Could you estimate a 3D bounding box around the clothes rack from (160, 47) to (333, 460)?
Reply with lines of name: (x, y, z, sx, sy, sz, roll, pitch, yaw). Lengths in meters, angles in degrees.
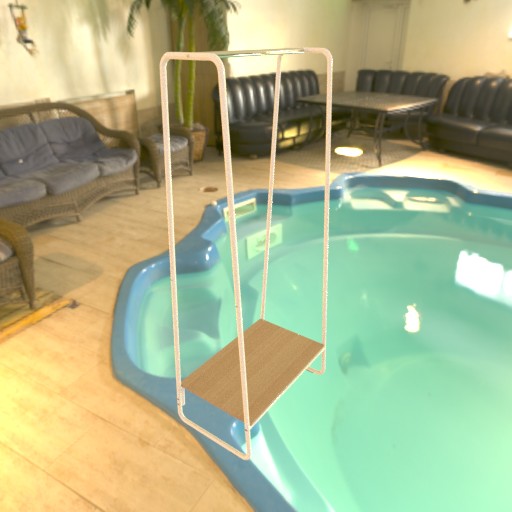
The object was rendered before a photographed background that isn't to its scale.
clothes rack: (0.000, 0.000, 1.776, 0.400, 1.500, 0.640, 18, 32, 32)
